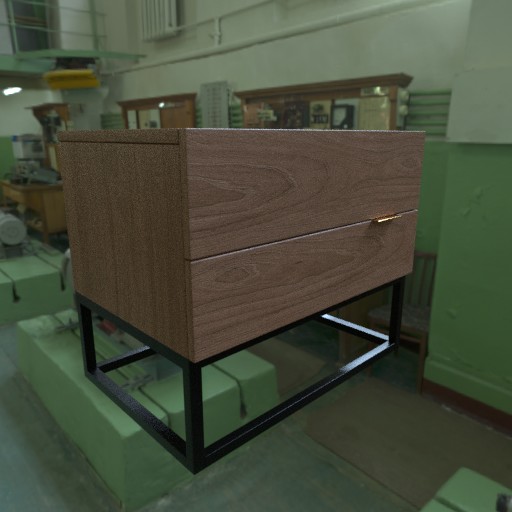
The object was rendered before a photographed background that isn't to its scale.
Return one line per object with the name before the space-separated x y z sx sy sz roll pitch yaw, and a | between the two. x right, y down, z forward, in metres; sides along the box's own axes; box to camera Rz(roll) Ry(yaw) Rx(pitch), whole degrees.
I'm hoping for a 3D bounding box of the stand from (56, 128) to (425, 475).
stand | 0.000 0.000 0.921 0.600 0.500 0.420 -14 21 -42
